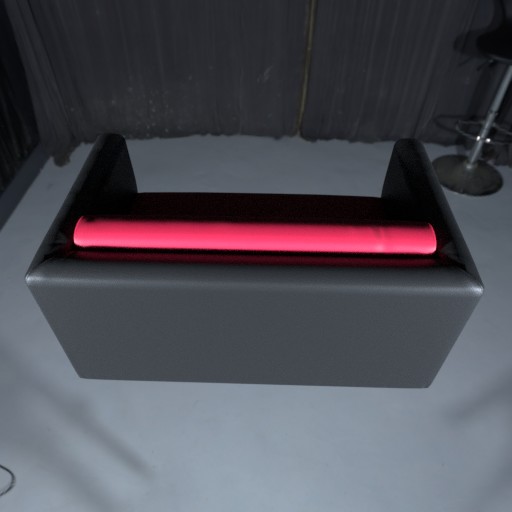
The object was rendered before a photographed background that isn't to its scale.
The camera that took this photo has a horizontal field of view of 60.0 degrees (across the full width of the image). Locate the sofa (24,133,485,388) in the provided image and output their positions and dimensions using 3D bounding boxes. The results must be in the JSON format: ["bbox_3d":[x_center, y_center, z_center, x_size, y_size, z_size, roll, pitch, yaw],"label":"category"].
[{"bbox_3d":[0.000,0.000,1.838,1.410,0.735,0.845,1,46,1],"label":"sofa"}]
